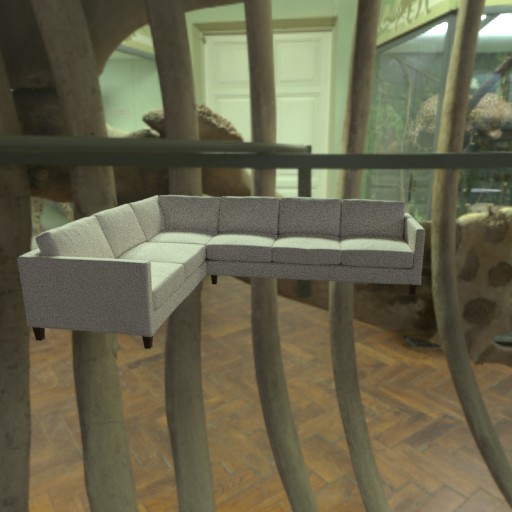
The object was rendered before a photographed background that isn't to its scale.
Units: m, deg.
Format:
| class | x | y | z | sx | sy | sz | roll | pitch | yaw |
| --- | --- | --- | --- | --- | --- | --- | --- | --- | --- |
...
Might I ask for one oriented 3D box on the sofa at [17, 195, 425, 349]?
| class | x | y | z | sx | sy | sz | roll | pitch | yaw |
| --- | --- | --- | --- | --- | --- | --- | --- | --- | --- |
| sofa | 0.000 | 0.000 | 4.218 | 3.182 | 0.863 | 2.432 | 2 | 15 | 9 |
